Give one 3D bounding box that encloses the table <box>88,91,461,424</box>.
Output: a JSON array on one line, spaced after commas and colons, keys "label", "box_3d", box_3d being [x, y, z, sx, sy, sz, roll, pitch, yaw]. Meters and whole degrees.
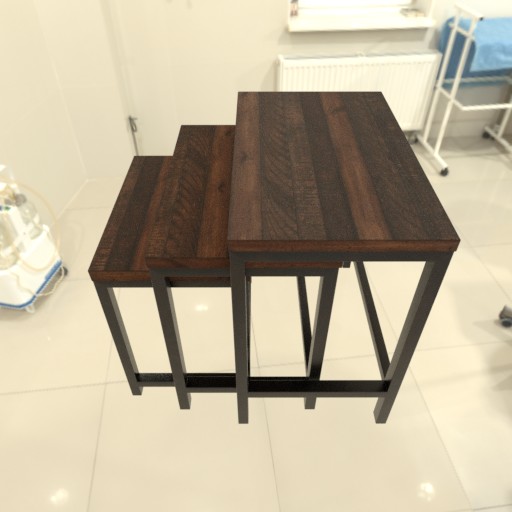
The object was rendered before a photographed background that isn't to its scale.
[{"label": "table", "box_3d": [0.000, 0.000, 1.144, 0.660, 0.616, 0.608, 0, 42, 0]}]
